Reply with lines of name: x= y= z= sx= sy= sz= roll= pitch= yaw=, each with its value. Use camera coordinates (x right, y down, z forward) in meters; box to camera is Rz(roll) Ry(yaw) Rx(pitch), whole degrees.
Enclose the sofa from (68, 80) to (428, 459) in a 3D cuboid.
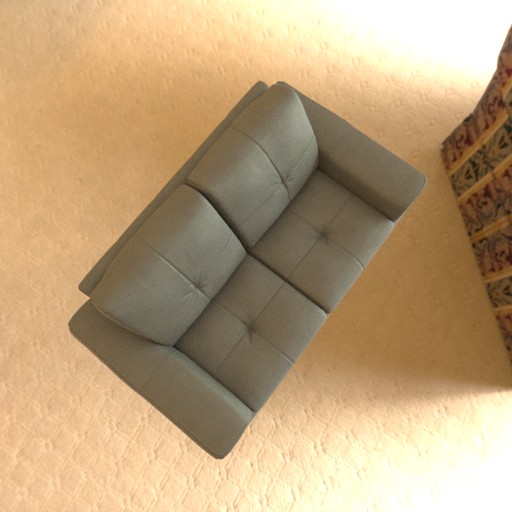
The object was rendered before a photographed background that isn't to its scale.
sofa: x=0.000 y=0.000 z=2.345 sx=1.018 sy=0.907 sz=1.806 roll=37 pitch=79 yaw=8
